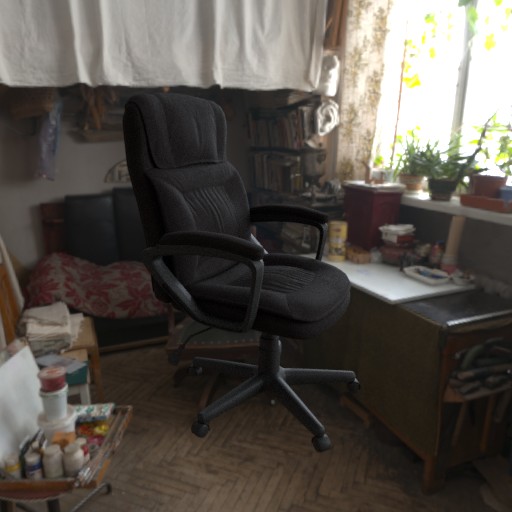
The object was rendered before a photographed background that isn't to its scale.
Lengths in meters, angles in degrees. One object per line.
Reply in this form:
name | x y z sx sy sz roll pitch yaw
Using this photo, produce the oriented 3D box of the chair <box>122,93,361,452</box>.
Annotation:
chair | 0.000 0.000 1.572 0.724 1.105 0.667 8 18 26
